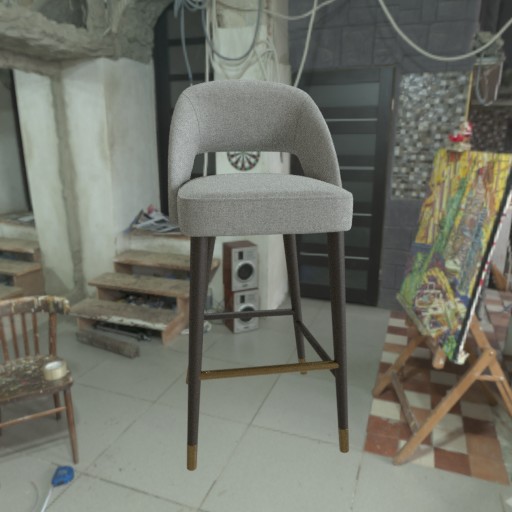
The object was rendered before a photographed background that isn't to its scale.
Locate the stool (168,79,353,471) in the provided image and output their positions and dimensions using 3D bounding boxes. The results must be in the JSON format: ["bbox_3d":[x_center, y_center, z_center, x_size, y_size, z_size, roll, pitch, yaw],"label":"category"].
[{"bbox_3d":[0.000,0.000,1.319,0.494,1.037,0.509,-2,15,-9],"label":"stool"}]
